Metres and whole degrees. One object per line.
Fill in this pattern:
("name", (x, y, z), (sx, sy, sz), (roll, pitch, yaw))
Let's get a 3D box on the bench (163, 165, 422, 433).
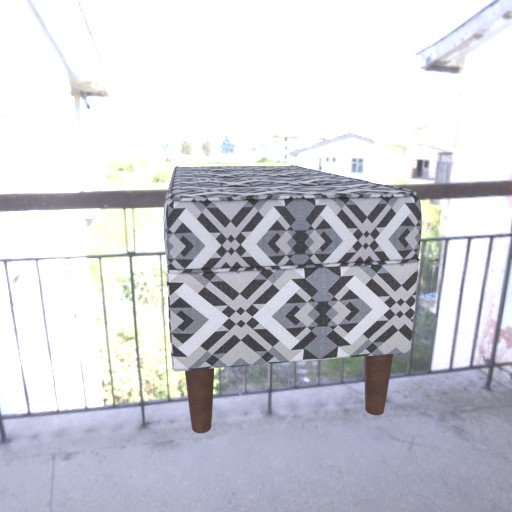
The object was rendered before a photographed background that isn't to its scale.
("bench", (0.000, 0.000, 1.314), (0.492, 0.477, 1.016), (-2, 15, -9))
